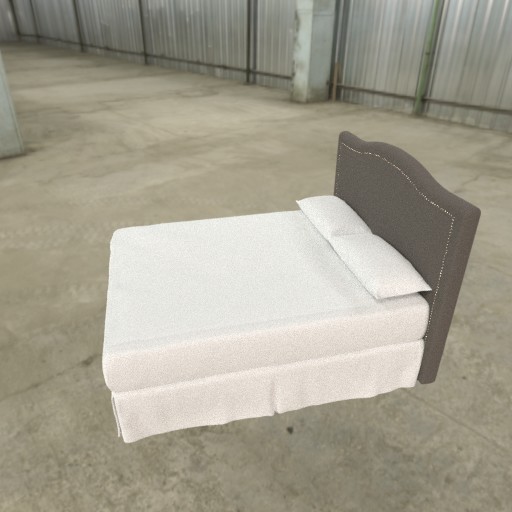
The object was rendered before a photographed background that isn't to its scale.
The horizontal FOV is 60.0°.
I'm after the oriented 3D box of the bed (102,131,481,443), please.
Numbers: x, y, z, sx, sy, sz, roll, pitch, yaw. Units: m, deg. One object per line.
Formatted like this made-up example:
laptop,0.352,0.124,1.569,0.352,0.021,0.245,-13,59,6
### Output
bed,0.000,0.000,3.076,2.036,1.387,1.666,-7,30,-12
